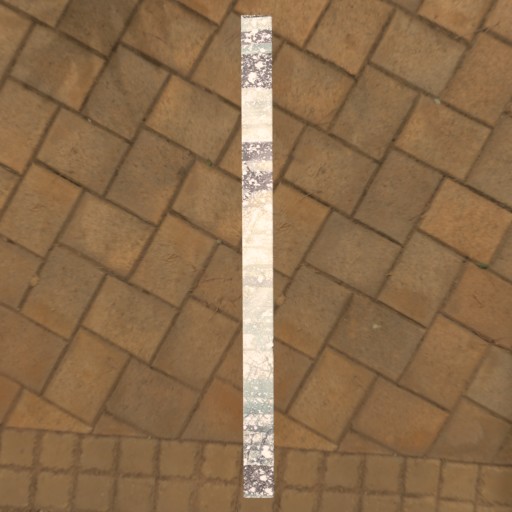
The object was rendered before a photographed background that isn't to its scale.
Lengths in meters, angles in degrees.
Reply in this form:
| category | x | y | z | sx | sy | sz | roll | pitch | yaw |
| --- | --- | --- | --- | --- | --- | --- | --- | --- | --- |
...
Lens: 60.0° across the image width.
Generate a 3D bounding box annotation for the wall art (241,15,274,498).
| category | x | y | z | sx | sy | sz | roll | pitch | yaw |
| --- | --- | --- | --- | --- | --- | --- | --- | --- | --- |
| wall art | 0.000 | 0.000 | 0.764 | 0.042 | 0.398 | 0.618 | 0 | 91 | -1 |
